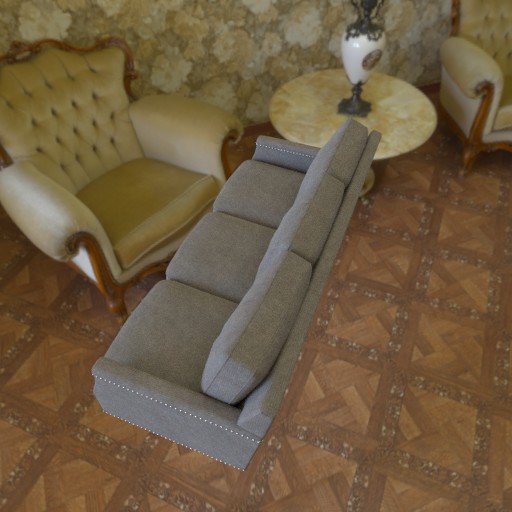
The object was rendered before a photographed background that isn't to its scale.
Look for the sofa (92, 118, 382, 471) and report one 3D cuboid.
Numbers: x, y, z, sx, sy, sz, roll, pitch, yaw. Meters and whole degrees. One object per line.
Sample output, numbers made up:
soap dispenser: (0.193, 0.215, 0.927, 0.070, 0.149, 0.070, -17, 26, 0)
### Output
sofa: (0.000, 0.000, 2.801, 1.034, 1.042, 2.226, 16, 49, 15)
